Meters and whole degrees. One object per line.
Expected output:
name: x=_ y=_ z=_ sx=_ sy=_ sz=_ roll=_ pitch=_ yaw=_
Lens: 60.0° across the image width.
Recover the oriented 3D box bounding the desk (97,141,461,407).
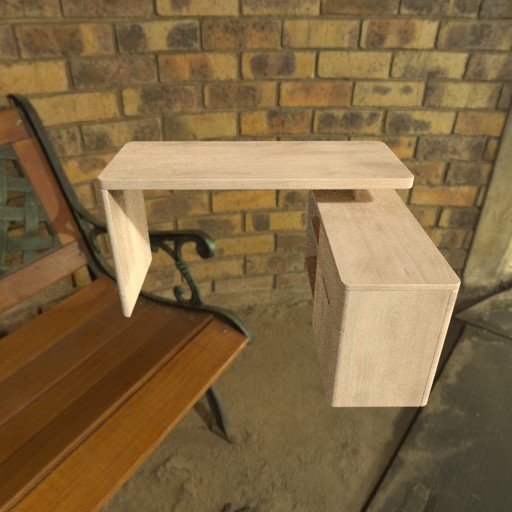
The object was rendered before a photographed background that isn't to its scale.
desk: x=0.000 y=0.000 z=2.118 sx=1.400 sy=0.770 sz=1.175 roll=0 pitch=30 yaw=0
